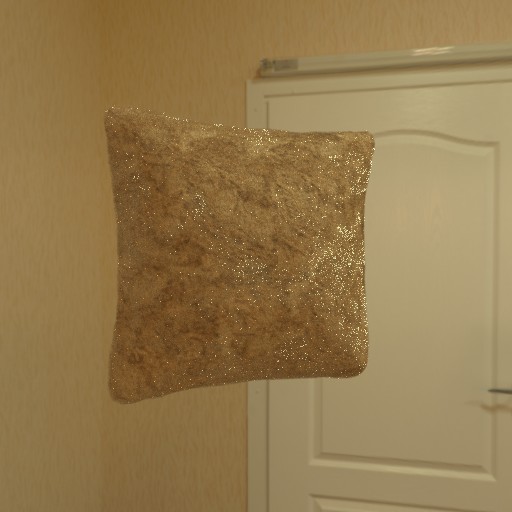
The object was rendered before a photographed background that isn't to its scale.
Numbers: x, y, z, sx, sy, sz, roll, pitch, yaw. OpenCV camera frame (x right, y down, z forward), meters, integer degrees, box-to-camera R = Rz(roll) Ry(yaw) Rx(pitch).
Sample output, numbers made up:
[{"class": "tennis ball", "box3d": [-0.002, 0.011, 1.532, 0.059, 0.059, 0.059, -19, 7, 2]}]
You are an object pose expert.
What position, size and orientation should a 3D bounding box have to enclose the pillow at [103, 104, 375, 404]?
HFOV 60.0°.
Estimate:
[{"class": "pillow", "box3d": [0.000, 0.000, 0.828, 0.538, 0.525, 0.216, 0, 1, -18]}]
